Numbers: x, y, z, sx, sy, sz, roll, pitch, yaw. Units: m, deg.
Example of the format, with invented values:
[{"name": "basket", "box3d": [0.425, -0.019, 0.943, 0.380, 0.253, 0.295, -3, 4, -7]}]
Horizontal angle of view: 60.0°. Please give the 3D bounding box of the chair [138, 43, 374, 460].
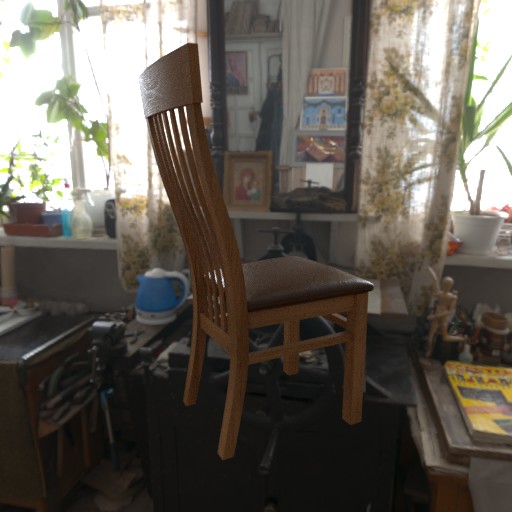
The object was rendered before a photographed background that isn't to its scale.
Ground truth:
[{"name": "chair", "box3d": [0.000, 0.000, 1.350, 0.580, 1.050, 0.450, -6, 14, -27]}]
